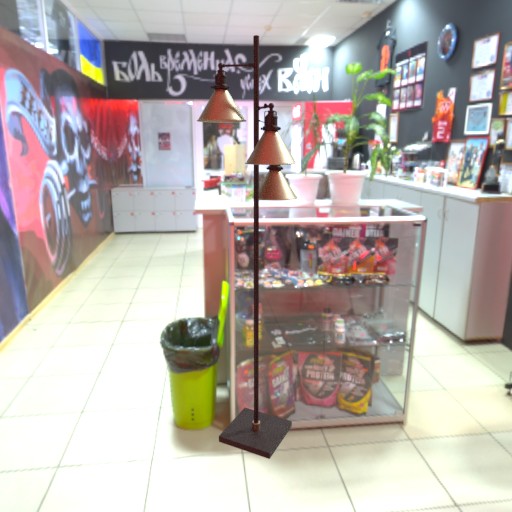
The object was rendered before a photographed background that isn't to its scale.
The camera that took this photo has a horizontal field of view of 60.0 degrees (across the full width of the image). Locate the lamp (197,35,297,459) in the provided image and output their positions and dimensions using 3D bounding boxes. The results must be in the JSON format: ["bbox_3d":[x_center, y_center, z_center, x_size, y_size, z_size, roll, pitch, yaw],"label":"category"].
[{"bbox_3d":[0.000,0.000,1.897,0.428,1.716,0.415,7,16,25],"label":"lamp"}]
